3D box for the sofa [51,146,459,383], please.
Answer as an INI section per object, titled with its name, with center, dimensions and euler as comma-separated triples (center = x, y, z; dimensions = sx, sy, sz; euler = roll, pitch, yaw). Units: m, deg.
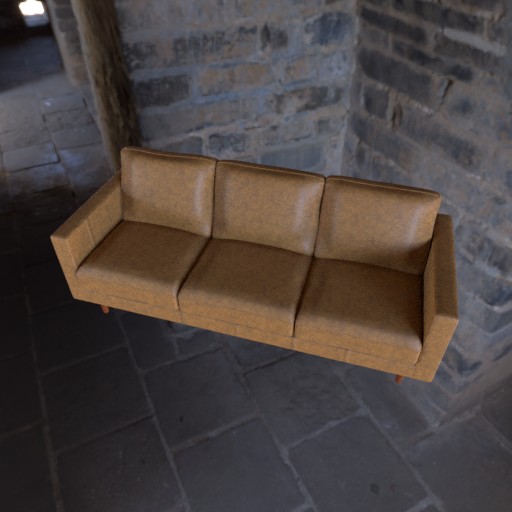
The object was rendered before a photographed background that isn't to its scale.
[sofa]
center = 0.000, 0.000, 2.752
dimensions = 2.231, 0.930, 0.903
euler = 11, 42, 12
